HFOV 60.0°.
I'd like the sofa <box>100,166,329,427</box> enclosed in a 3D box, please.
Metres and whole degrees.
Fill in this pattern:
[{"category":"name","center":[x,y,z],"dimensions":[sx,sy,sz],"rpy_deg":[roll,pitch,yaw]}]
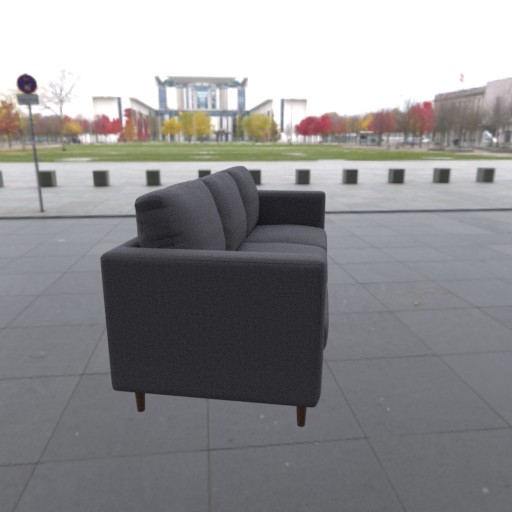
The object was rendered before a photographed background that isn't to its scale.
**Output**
[{"category":"sofa","center":[0.000,0.000,2.495],"dimensions":[0.802,0.912,2.029],"rpy_deg":[2,15,8]}]
